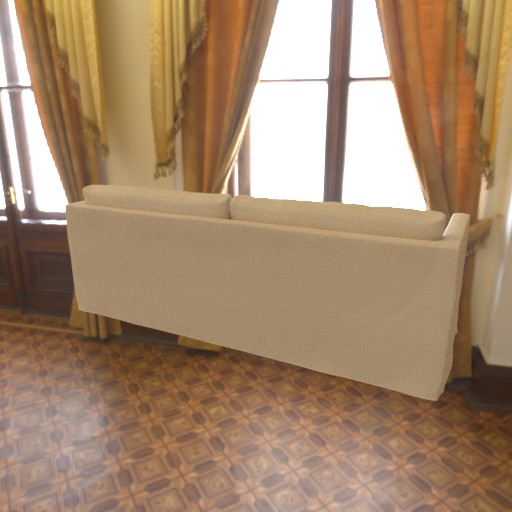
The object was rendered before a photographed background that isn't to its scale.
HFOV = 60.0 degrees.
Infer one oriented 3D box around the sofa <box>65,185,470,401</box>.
[{"bbox_3d":[0.000,0.000,3.251,2.779,0.999,1.036,8,18,26],"label":"sofa"}]
